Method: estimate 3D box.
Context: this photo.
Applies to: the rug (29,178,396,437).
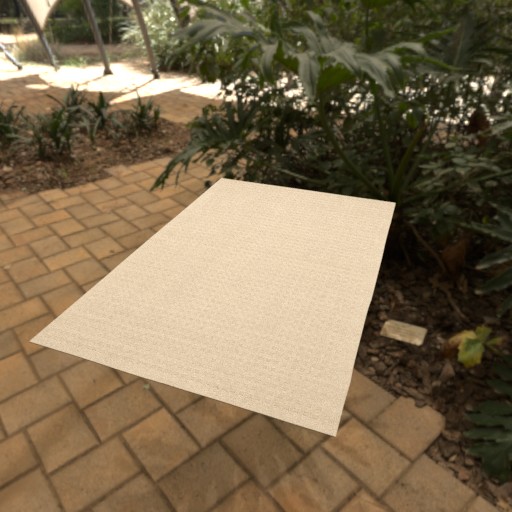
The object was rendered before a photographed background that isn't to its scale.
[{"bbox_3d":[0.000,0.000,2.850,1.523,0.006,2.289,11,33,17],"label":"rug"}]
